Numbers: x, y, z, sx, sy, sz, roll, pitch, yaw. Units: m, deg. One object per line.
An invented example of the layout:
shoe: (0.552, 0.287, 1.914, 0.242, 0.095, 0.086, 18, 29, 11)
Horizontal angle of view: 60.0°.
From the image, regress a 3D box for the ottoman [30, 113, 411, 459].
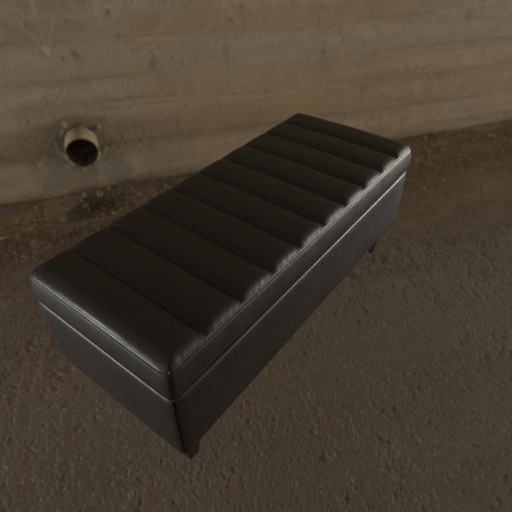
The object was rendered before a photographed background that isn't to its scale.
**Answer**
ottoman: (0.000, 0.000, 1.390, 0.482, 0.469, 1.151, 26, 47, 27)
